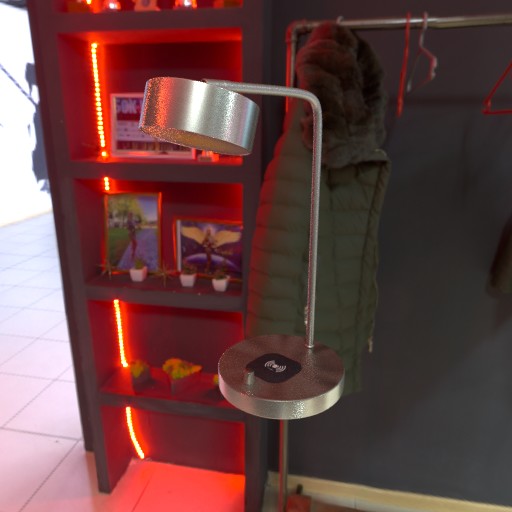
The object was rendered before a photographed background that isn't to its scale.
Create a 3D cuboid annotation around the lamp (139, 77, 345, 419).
[{"bbox_3d":[0.000,0.000,0.643,0.211,0.469,0.334,16,23,41],"label":"lamp"}]
